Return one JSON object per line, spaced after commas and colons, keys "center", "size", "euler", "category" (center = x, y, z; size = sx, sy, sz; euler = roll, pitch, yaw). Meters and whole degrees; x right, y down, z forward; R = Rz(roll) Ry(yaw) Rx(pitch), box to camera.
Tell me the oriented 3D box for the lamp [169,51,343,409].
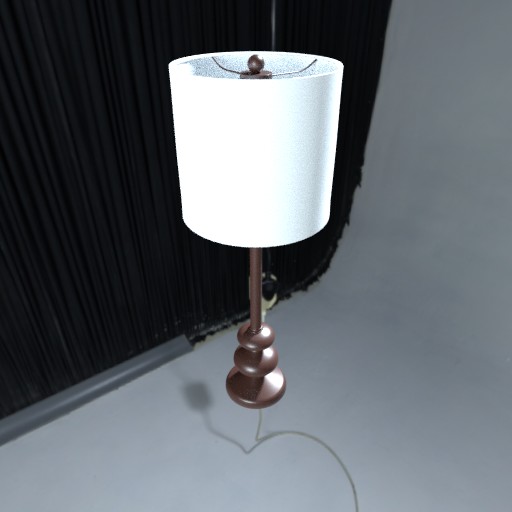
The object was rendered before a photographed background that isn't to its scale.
{"center": [0.000, 0.000, 0.827], "size": [0.254, 0.690, 0.254], "euler": [-21, 38, -30], "category": "lamp"}
